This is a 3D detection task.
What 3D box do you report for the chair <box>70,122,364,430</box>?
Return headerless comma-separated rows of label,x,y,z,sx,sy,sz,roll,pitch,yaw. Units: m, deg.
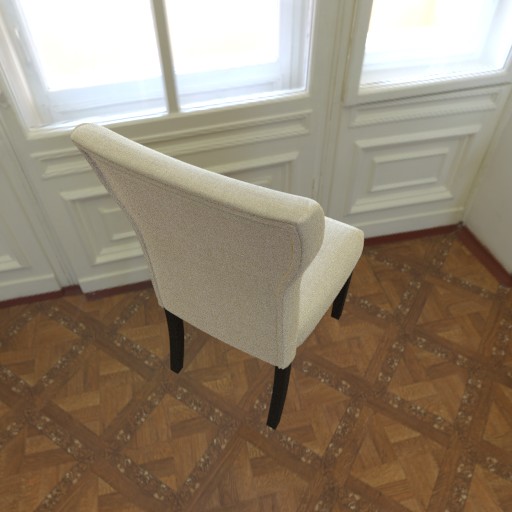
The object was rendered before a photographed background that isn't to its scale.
chair,0.000,0.000,1.234,0.509,0.921,0.597,23,50,21
